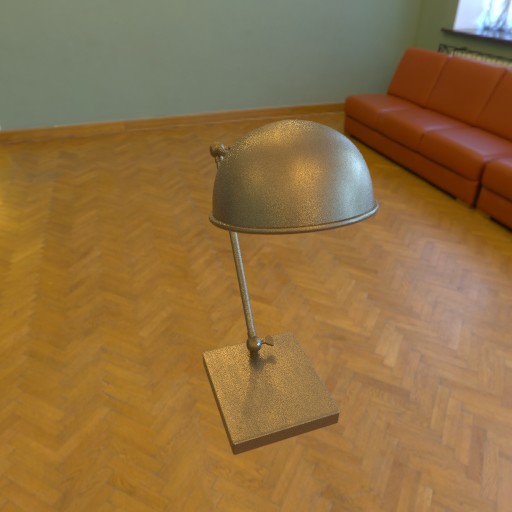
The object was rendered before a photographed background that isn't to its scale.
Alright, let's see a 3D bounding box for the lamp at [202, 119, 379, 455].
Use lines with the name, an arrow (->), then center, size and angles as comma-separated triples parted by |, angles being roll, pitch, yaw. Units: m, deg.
lamp -> 0.000, 0.000, 0.532 | 0.149, 0.371, 0.339 | -11, 34, -16
